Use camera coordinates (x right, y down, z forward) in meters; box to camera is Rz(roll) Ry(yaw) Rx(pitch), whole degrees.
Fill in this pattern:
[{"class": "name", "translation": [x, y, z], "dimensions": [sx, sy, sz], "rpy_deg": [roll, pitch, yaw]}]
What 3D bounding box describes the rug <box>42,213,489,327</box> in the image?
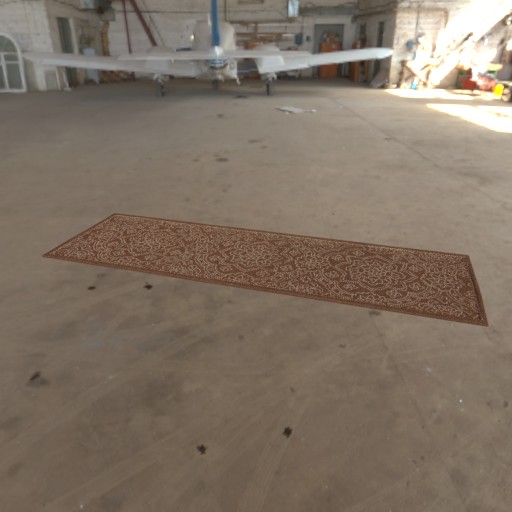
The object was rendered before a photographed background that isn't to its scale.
[{"class": "rug", "translation": [0.000, 0.000, 2.651], "dimensions": [2.448, 0.012, 0.769], "rpy_deg": [8, 27, 15]}]
